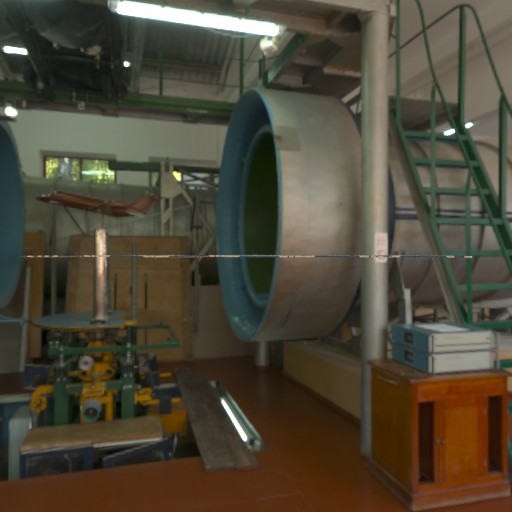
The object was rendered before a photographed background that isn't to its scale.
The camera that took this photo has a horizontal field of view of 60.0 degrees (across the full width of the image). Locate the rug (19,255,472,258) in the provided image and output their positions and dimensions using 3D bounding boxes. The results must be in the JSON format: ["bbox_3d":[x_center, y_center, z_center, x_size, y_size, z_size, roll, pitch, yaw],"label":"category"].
[{"bbox_3d":[0.000,0.000,2.142,1.755,0.010,1.153,0,0,18],"label":"rug"}]
